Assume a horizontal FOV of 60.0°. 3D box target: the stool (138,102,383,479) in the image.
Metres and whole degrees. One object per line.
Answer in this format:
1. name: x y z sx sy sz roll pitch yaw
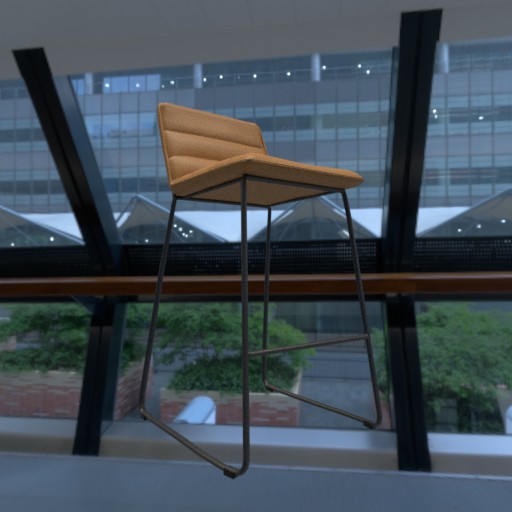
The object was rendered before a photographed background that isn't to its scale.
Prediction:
1. stool: 0.000 0.000 1.251 0.489 0.936 0.524 1 -1 -37
